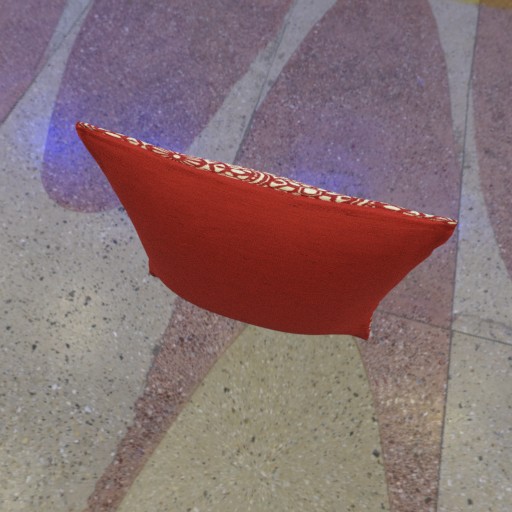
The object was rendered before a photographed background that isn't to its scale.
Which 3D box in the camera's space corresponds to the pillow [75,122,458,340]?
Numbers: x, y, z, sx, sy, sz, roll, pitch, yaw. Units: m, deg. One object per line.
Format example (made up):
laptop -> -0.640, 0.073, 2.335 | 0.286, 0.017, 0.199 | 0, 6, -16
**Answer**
pillow -> 0.000, 0.000, 0.665 | 0.438, 0.419, 0.162 | 16, 65, 8
